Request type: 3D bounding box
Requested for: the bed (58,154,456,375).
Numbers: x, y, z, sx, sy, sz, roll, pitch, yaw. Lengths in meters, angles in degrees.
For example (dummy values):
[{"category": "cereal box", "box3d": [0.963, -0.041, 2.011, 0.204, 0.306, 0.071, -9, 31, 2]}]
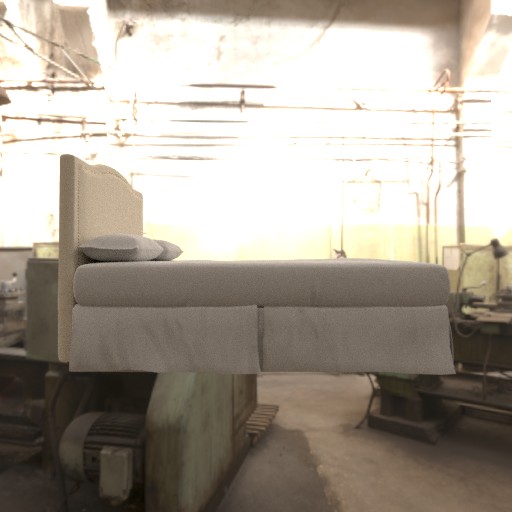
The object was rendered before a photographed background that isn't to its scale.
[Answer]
[{"category": "bed", "box3d": [0.000, 0.000, 3.615, 2.477, 1.437, 1.977, 0, 0, 0]}]
